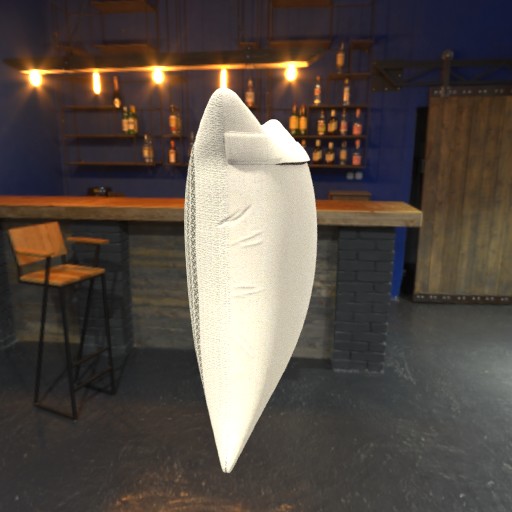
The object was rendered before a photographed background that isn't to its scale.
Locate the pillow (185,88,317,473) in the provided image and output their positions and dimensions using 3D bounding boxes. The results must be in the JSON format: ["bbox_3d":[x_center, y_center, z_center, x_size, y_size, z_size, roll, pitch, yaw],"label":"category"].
[{"bbox_3d":[0.000,0.000,0.640,0.173,0.406,0.405,2,13,9],"label":"pillow"}]
